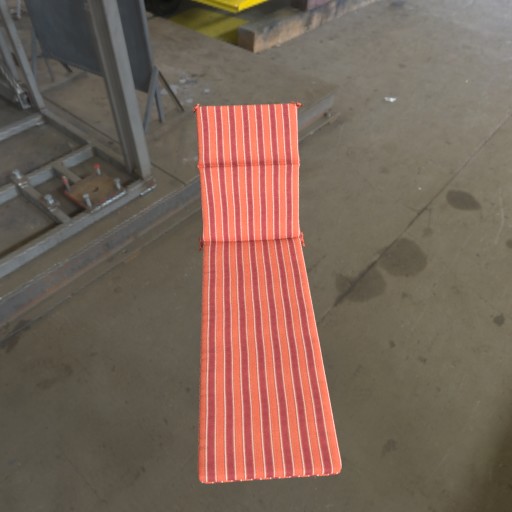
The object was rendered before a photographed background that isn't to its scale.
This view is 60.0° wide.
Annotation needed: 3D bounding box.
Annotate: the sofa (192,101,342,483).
[{"bbox_3d":[0.000,0.000,1.946,0.582,0.622,1.663,-3,47,-2],"label":"sofa"}]
